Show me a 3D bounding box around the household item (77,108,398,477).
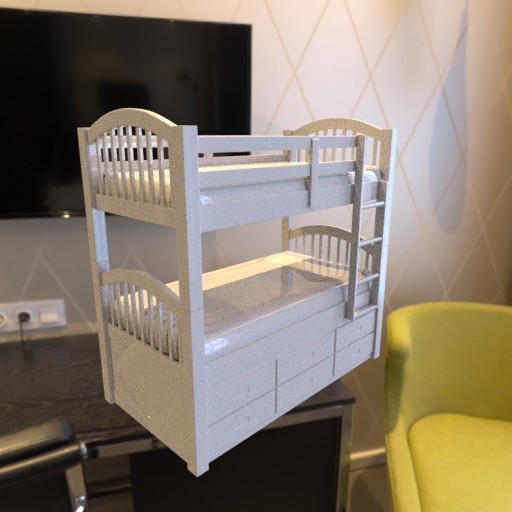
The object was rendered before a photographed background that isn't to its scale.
[{"bbox_3d":[0.000,0.000,3.329,1.143,2.032,2.032,15,21,43],"label":"household item"}]
